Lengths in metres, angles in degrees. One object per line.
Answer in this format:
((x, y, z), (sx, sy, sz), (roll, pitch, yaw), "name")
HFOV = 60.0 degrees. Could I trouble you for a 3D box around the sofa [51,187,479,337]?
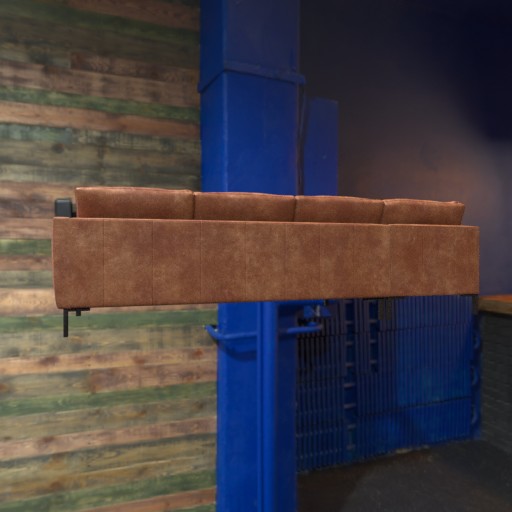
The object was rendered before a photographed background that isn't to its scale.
((0.000, 0.000, 3.775), (2.984, 0.877, 1.938), (0, 0, -18), "sofa")
